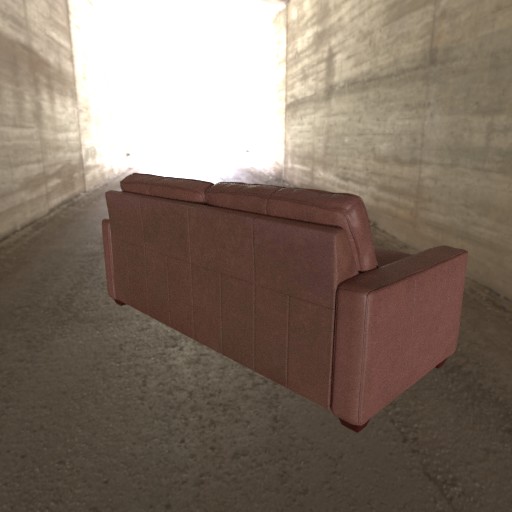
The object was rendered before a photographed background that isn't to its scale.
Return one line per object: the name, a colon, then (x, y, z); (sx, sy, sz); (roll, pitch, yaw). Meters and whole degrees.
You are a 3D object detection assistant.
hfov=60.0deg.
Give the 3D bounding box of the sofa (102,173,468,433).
sofa: (0.000, 0.000, 2.580); (0.940, 0.919, 2.080); (-14, 20, -42)
